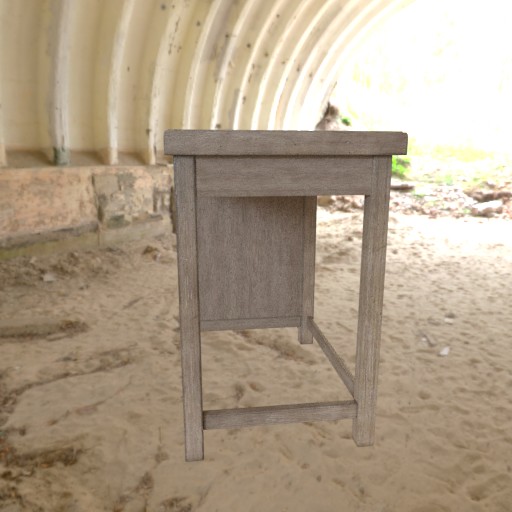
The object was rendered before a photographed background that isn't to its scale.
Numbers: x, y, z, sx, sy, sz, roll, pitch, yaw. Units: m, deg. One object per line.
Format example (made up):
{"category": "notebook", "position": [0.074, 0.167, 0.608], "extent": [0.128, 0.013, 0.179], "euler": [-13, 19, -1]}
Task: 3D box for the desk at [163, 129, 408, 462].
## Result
{"category": "desk", "position": [0.000, 0.000, 1.802], "extent": [0.610, 0.912, 1.289], "euler": [-2, 13, -7]}
